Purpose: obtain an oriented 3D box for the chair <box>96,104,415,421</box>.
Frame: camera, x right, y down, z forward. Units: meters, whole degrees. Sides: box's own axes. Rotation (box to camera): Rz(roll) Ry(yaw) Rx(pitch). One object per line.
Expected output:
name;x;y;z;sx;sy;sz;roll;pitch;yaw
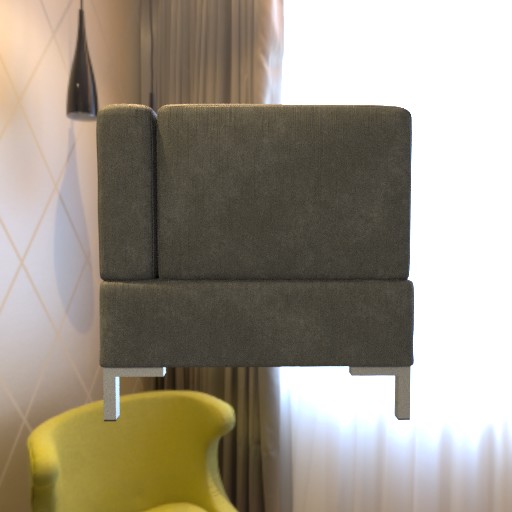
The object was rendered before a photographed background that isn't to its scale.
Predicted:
chair;0.000;0.000;1.231;0.680;0.660;0.680;0;2;-1
